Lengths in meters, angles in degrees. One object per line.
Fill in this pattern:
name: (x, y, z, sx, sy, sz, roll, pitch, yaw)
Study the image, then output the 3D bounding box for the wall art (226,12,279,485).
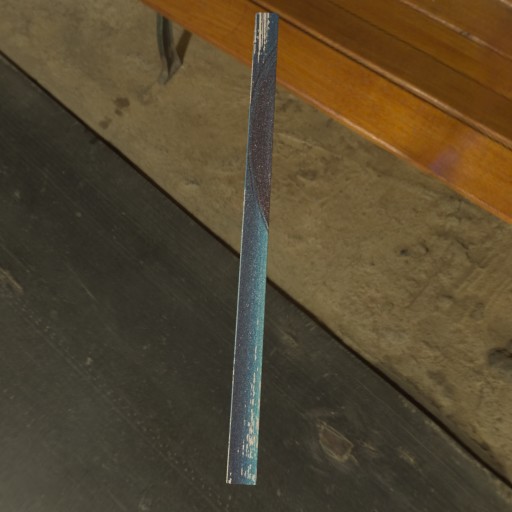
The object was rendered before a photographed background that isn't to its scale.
wall art: (0.000, 0.000, 0.752, 0.033, 0.406, 0.609, 3, 77, 1)
